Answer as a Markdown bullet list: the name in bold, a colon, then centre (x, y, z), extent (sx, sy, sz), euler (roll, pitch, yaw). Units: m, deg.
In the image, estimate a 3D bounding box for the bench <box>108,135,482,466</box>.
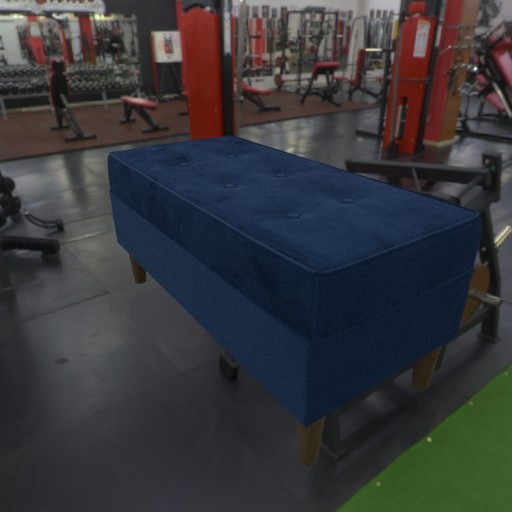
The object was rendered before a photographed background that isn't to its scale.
- **bench**: centre (0.000, 0.000, 1.258), extent (0.489, 0.467, 1.010), euler (-17, 31, -31)
